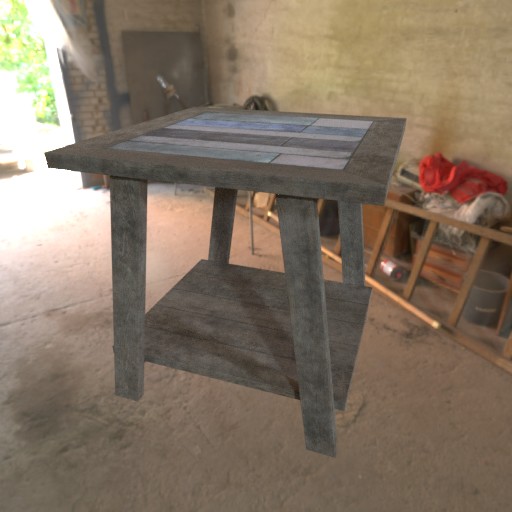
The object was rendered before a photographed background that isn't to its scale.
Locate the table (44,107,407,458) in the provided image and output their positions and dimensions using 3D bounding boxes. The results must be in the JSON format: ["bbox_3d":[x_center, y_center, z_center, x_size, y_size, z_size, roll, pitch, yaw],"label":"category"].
[{"bbox_3d":[0.000,0.000,1.114,0.610,0.610,0.610,9,28,17],"label":"table"}]
